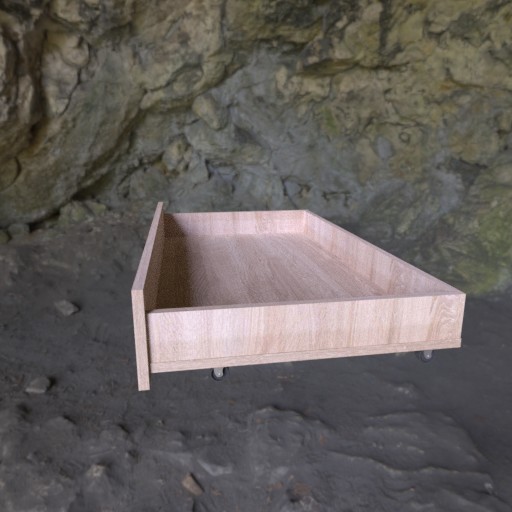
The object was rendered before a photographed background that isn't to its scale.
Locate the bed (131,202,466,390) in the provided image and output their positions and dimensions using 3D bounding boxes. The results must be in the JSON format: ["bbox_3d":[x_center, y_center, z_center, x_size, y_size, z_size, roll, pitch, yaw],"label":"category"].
[{"bbox_3d":[0.000,0.000,1.441,0.685,0.209,1.200,-2,15,-9],"label":"bed"}]
